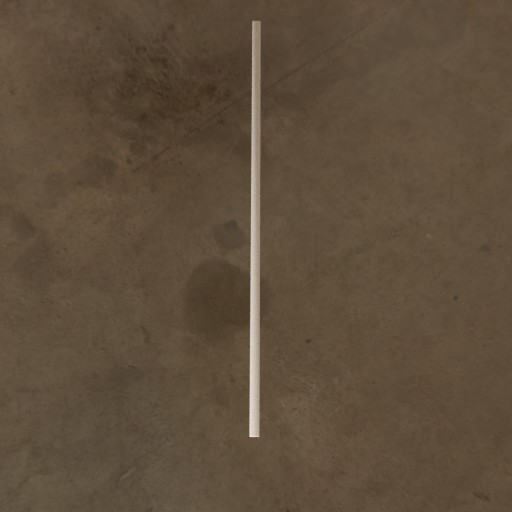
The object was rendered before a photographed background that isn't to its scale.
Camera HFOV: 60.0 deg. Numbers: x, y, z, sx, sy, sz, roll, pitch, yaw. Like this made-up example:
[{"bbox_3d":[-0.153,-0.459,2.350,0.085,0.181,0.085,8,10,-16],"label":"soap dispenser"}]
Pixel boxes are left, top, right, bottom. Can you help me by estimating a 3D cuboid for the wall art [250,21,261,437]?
[{"bbox_3d":[0.000,0.000,0.878,0.013,0.584,0.584,0,76,0],"label":"wall art"}]
